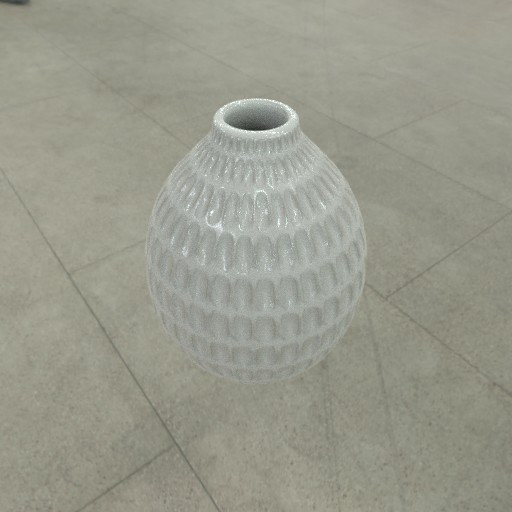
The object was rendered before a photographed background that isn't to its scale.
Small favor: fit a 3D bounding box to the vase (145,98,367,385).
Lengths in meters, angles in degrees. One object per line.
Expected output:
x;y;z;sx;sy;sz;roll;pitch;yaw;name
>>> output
0.000;0.000;0.331;0.162;0.223;0.162;0;43;0;vase
